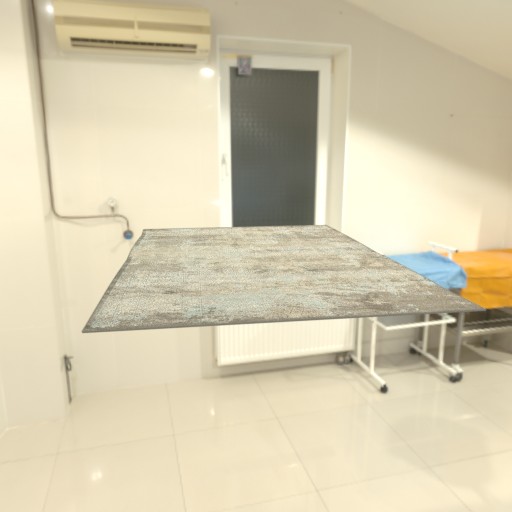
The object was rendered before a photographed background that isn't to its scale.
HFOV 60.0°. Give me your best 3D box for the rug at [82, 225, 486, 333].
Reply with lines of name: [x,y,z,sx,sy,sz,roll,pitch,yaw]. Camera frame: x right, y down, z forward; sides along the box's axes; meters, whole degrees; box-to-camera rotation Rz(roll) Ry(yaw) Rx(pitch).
rug: [0.000,0.000,4.149,2.393,0.013,3.307,-2,13,-8]
